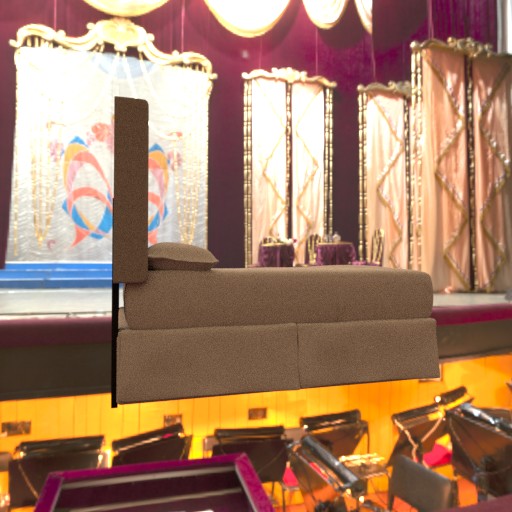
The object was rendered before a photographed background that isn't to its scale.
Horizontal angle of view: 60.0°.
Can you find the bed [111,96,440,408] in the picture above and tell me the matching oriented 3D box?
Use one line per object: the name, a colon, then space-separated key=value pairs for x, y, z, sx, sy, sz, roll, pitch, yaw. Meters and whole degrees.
bed: x=0.000 y=0.000 z=3.388 sx=2.066 sy=1.665 sz=1.719 roll=0 pitch=-1 yaw=-17
